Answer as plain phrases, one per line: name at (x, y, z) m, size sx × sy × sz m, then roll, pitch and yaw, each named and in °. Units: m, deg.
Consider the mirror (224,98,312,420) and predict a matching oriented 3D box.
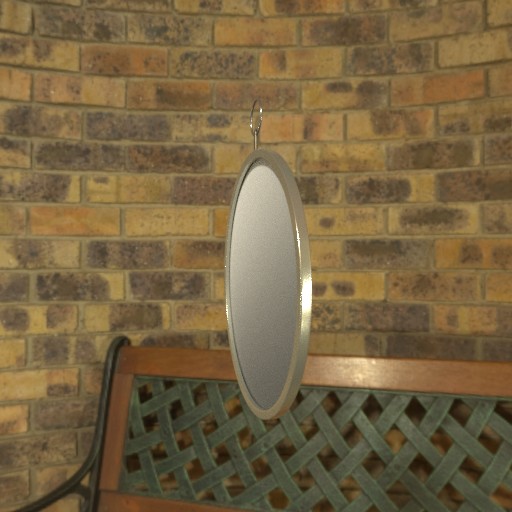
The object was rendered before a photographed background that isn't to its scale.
mirror at (0.000, 0.000, 1.014) m, size 0.020 × 0.713 × 0.594 m, roll 0°, pitch 1°, yaw -16°
